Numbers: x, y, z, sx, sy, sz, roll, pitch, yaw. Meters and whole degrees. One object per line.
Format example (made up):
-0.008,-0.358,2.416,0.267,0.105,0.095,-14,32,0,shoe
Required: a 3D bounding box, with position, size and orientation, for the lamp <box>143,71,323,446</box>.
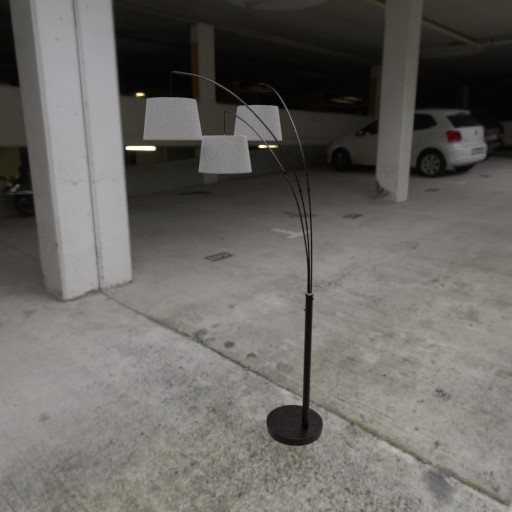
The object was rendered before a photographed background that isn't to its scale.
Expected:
0.000,0.000,2.518,0.951,1.950,0.924,-14,20,-43,lamp
